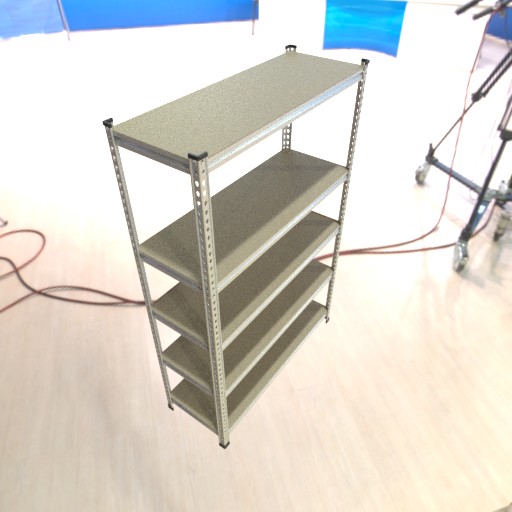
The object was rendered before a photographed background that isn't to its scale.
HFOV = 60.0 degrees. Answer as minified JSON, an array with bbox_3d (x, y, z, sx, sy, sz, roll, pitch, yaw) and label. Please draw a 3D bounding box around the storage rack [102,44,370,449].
[{"bbox_3d":[0.000,0.000,2.414,0.457,1.829,1.219,25,46,27],"label":"storage rack"}]
